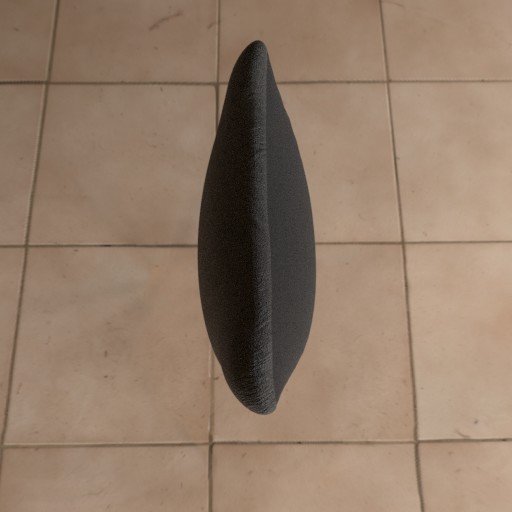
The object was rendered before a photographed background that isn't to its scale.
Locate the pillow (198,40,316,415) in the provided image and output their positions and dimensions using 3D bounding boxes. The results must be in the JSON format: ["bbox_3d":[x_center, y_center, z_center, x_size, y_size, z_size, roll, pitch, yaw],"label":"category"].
[{"bbox_3d":[0.000,0.000,0.822,0.210,0.523,0.533,-2,76,0],"label":"pillow"}]
